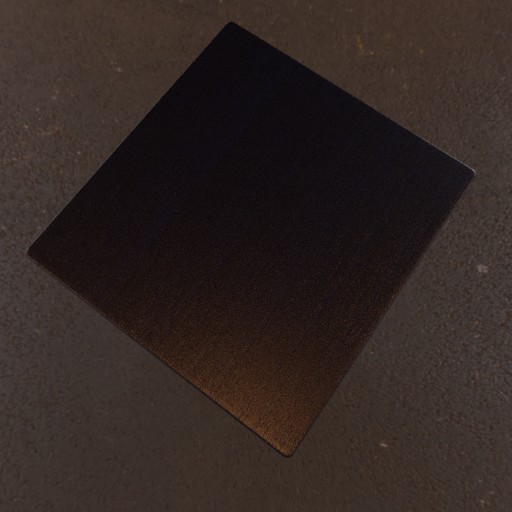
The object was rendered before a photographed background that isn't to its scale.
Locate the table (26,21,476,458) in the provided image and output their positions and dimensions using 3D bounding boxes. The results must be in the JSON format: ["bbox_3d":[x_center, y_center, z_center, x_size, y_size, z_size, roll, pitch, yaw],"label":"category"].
[{"bbox_3d":[0.000,0.000,0.969,0.500,0.567,0.533,35,78,8],"label":"table"}]
